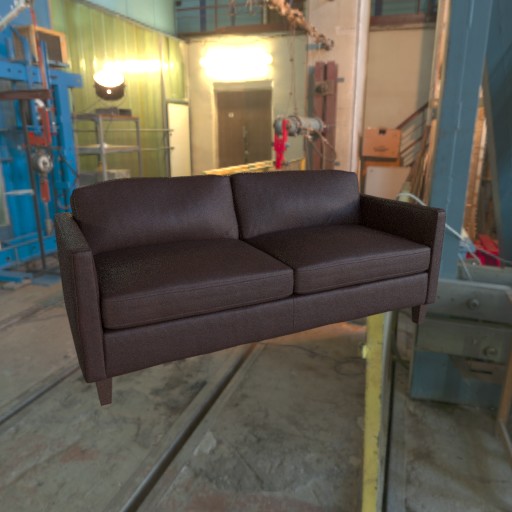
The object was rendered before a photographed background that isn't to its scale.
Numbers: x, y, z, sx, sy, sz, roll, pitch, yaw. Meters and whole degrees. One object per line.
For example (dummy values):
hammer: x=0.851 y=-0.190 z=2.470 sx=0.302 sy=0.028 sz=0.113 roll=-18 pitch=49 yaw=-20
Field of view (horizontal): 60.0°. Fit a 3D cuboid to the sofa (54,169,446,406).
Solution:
sofa: x=0.000 y=0.000 z=2.458 sx=1.971 sy=0.863 sz=0.923 roll=-8 pitch=18 yaw=-26
